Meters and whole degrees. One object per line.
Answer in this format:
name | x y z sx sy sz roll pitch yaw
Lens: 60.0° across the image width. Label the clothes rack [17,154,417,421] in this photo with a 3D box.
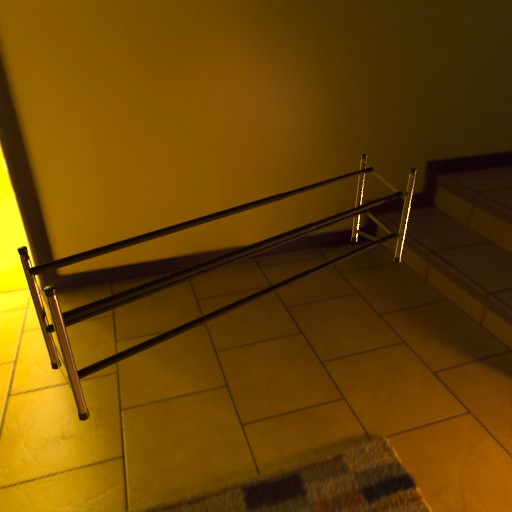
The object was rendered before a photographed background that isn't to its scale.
clothes rack | 0.000 0.000 1.295 1.168 0.349 0.229 -21 36 -32
